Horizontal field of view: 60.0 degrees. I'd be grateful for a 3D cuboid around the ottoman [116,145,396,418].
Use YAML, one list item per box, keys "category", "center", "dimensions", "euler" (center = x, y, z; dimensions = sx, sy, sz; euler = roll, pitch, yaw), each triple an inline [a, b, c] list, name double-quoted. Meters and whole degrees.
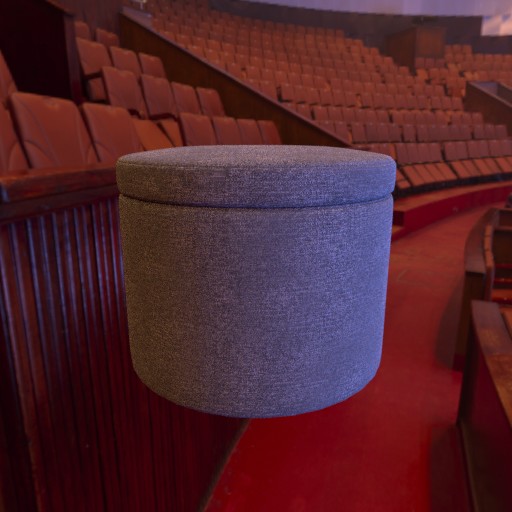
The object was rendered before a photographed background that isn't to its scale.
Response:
- category: "ottoman"
  center: [0.000, 0.000, 0.870]
  dimensions: [0.500, 0.419, 0.500]
  euler: [0, 15, 0]
